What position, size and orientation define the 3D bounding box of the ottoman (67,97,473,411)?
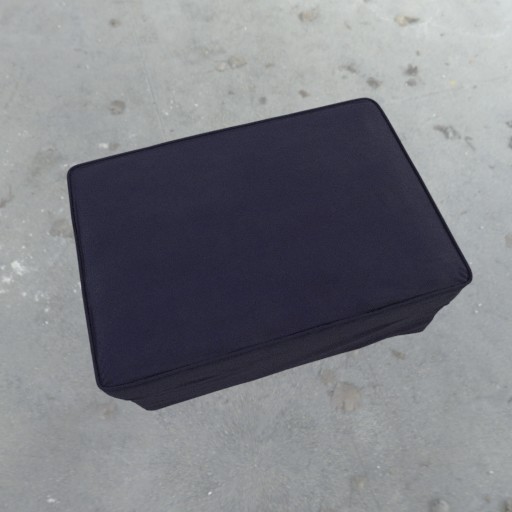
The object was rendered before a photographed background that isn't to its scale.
[{"bbox_3d":[0.000,0.000,1.300,0.938,0.503,0.637,-15,66,-7],"label":"ottoman"}]
